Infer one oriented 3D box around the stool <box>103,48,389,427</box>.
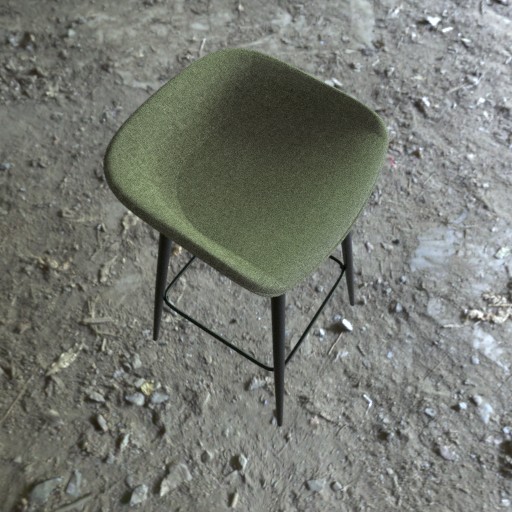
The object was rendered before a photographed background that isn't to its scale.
[{"bbox_3d":[0.000,0.000,1.088,0.480,0.814,0.469,30,63,17],"label":"stool"}]
